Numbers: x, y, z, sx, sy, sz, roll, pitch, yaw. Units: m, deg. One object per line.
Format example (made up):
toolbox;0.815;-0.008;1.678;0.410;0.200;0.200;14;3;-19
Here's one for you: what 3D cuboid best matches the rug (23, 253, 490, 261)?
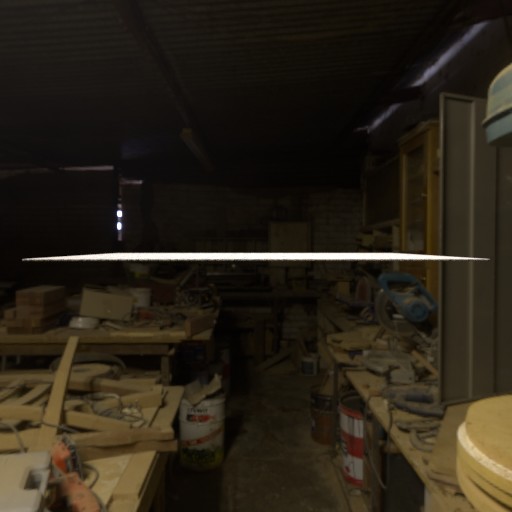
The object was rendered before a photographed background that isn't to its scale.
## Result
rug;0.000;0.000;2.339;1.824;0.008;1.220;0;1;0
